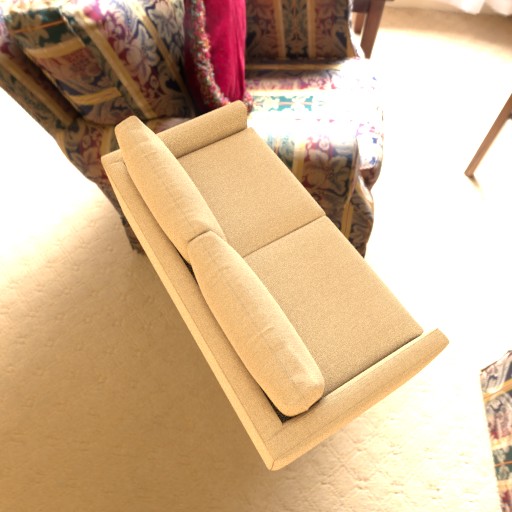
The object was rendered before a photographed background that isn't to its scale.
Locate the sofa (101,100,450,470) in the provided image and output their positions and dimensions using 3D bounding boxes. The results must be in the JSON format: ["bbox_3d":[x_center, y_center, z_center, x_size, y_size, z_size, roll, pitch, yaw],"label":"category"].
[{"bbox_3d":[0.000,0.000,2.101,0.839,0.812,1.651,-28,63,-15],"label":"sofa"}]
